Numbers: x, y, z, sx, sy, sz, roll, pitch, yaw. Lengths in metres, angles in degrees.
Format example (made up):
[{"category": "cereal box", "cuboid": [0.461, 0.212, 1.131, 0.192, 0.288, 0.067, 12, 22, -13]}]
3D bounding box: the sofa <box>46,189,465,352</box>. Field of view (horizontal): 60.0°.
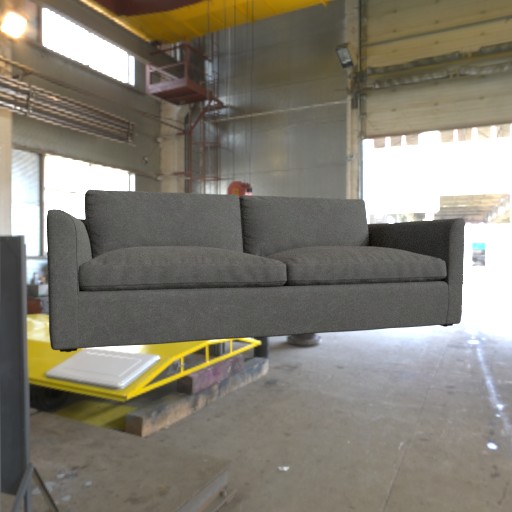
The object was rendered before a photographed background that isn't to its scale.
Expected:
[{"category": "sofa", "cuboid": [0.000, 0.000, 2.756, 2.257, 0.838, 1.092, 0, 1, -18]}]
